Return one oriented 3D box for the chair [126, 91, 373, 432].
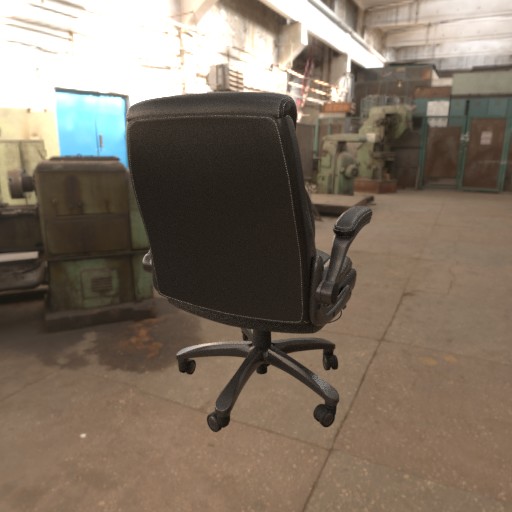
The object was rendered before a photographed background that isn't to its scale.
[{"bbox_3d":[0.000,0.000,1.669,0.782,1.110,0.724,8,17,27],"label":"chair"}]
